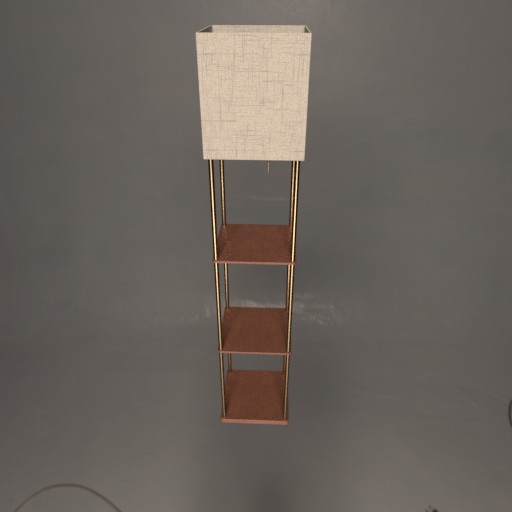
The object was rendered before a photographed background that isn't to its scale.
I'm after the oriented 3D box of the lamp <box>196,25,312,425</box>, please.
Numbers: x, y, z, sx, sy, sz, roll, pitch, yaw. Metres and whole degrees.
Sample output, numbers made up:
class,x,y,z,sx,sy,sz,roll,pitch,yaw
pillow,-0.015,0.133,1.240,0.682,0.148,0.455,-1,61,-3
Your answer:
class,x,y,z,sx,sy,sz,roll,pitch,yaw
lamp,0.000,0.000,1.715,0.310,1.569,0.308,1,31,2
